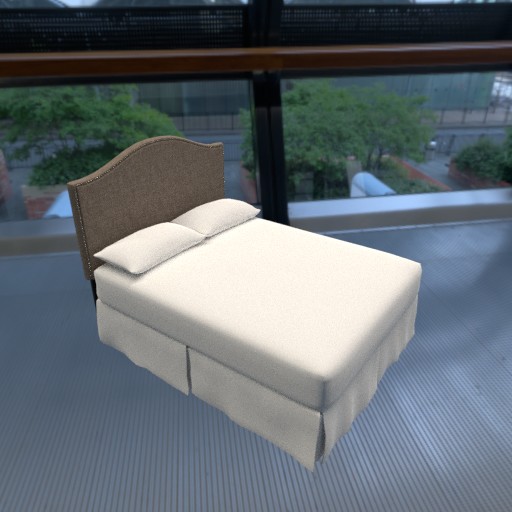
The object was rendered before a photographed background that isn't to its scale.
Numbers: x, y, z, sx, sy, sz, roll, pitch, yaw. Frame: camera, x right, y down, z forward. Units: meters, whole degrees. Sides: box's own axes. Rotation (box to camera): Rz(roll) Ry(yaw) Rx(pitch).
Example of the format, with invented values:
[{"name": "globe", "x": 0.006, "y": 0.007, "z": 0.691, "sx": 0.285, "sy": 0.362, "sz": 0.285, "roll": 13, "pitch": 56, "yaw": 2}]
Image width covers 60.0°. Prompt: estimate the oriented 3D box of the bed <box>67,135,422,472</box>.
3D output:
[{"name": "bed", "x": 0.000, "y": 0.000, "z": 3.354, "sx": 2.153, "sy": 1.518, "sz": 1.713, "roll": 18, "pitch": 32, "yaw": 32}]
